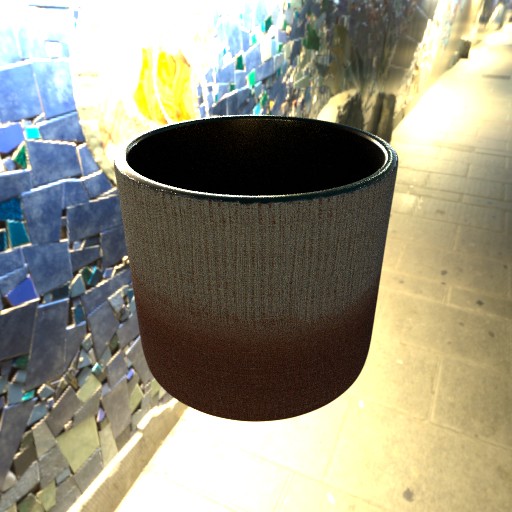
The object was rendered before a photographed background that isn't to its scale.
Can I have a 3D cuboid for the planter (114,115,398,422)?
[{"bbox_3d":[0.000,0.000,0.399,0.221,0.201,0.221,0,30,0],"label":"planter"}]
